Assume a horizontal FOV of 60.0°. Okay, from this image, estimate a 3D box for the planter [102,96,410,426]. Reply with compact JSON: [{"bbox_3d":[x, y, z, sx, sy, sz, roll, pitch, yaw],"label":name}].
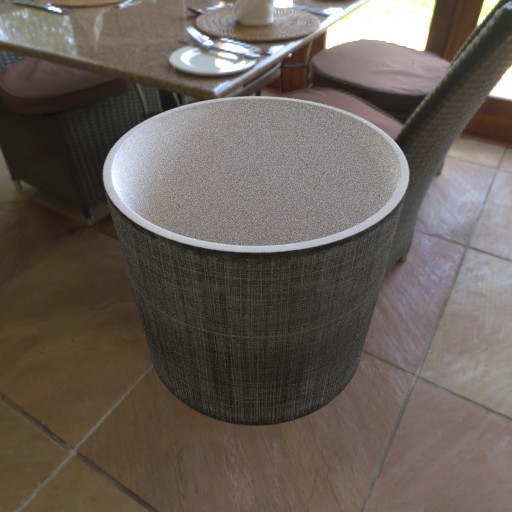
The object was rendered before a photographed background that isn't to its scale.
[{"bbox_3d":[0.000,0.000,0.395,0.221,0.201,0.221,0,42,0],"label":"planter"}]
